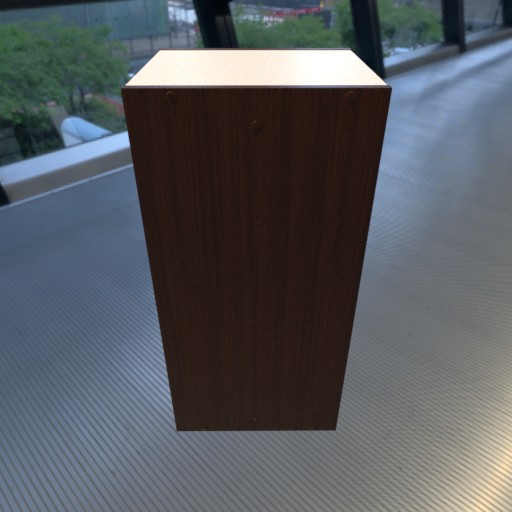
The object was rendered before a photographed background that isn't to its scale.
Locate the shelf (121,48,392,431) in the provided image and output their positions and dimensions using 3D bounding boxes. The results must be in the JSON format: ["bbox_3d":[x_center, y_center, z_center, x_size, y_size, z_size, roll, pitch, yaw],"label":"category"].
[{"bbox_3d":[0.000,0.000,0.743,0.290,0.600,0.253,0,34,0],"label":"shelf"}]
